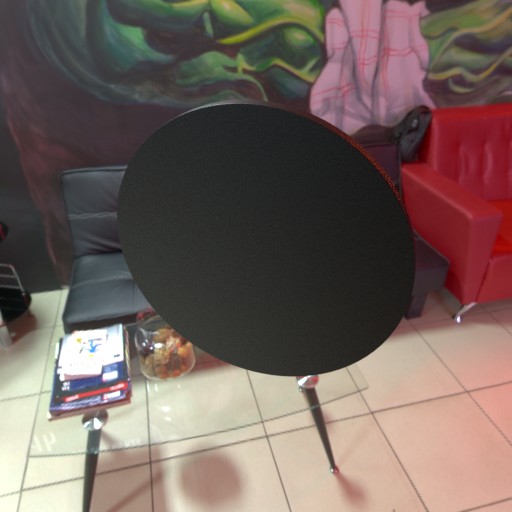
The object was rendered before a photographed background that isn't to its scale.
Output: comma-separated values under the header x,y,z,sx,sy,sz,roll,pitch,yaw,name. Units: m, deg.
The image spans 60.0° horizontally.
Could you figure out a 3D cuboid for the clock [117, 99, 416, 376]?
x,y,z,sx,sy,sz,roll,pitch,yaw,name
0.000,0.000,0.668,0.454,0.454,0.038,10,33,16,clock
